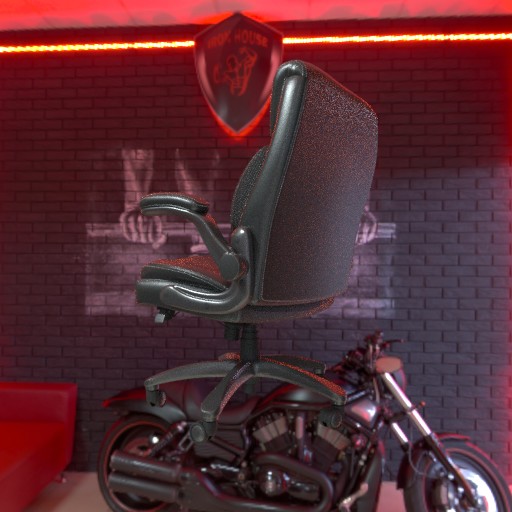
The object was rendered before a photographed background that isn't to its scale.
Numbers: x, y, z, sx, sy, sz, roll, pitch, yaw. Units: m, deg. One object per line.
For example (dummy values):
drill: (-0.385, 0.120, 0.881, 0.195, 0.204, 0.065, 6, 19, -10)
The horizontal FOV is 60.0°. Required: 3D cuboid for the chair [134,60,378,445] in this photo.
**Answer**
chair: (0.000, 0.000, 1.600, 0.724, 1.110, 0.782, 0, 0, 36)
